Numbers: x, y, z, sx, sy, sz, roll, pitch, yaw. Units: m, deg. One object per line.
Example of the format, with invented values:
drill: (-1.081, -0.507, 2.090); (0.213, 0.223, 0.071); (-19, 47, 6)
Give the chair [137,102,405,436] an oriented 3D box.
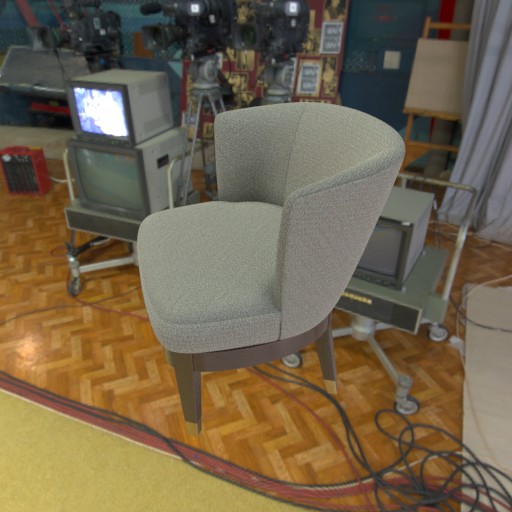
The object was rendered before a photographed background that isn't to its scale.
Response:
chair: (0.000, 0.000, 1.289); (0.660, 0.760, 0.700); (-8, 31, -14)
